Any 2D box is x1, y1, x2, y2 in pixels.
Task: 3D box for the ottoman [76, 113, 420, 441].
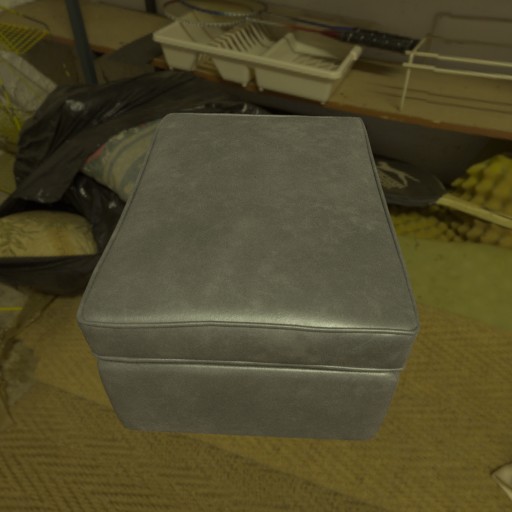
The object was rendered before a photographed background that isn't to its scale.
[{"bbox_3d":[0.000,0.000,1.078,0.554,0.445,0.756,2,43,2],"label":"ottoman"}]
